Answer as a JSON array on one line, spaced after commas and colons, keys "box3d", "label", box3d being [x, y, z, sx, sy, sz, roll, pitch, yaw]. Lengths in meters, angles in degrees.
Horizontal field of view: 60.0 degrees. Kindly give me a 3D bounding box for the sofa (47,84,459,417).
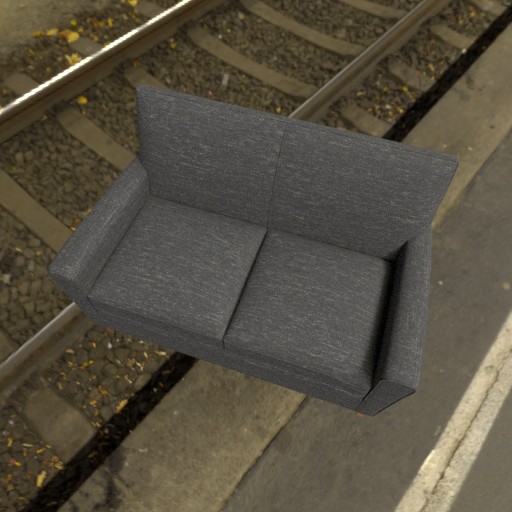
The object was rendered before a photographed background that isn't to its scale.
[{"box3d": [0.000, 0.000, 1.933, 1.420, 0.846, 0.875, 16, 60, 10], "label": "sofa"}]
